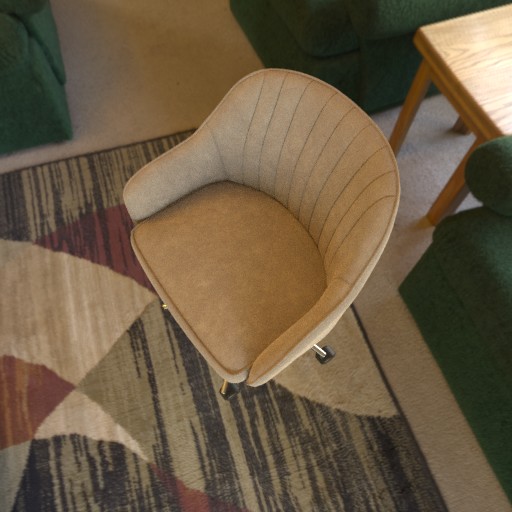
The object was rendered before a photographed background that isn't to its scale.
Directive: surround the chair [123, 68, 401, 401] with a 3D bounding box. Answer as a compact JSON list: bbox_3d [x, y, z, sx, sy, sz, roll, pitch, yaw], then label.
[{"bbox_3d":[0.000,0.000,1.267,0.573,0.831,0.635,-33,68,-15],"label":"chair"}]
